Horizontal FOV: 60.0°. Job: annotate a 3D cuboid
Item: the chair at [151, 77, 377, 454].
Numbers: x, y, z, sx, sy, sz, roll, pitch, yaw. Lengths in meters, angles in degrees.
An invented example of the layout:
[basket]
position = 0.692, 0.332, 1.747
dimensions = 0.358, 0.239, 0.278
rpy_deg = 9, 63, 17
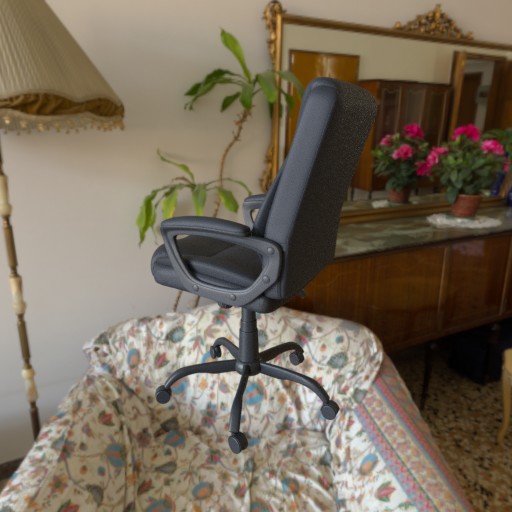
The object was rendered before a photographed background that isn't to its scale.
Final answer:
[chair]
position = 0.000, 0.000, 1.488
dimensions = 0.655, 1.072, 0.615
rpy_deg = 8, 18, 26
